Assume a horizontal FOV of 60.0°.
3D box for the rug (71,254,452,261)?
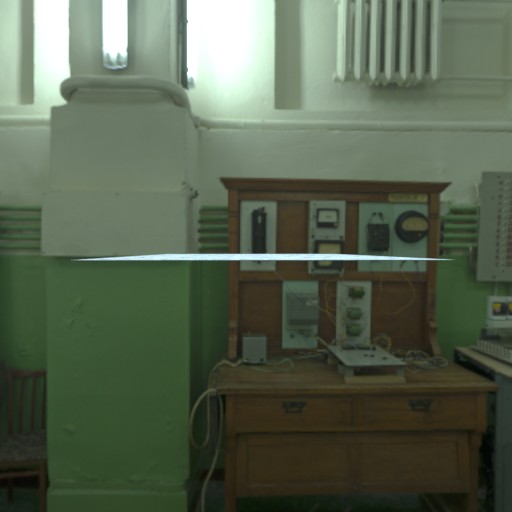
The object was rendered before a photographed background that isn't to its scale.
[{"bbox_3d":[0.000,0.000,2.299,1.206,0.003,1.835,0,1,-2],"label":"rug"}]
